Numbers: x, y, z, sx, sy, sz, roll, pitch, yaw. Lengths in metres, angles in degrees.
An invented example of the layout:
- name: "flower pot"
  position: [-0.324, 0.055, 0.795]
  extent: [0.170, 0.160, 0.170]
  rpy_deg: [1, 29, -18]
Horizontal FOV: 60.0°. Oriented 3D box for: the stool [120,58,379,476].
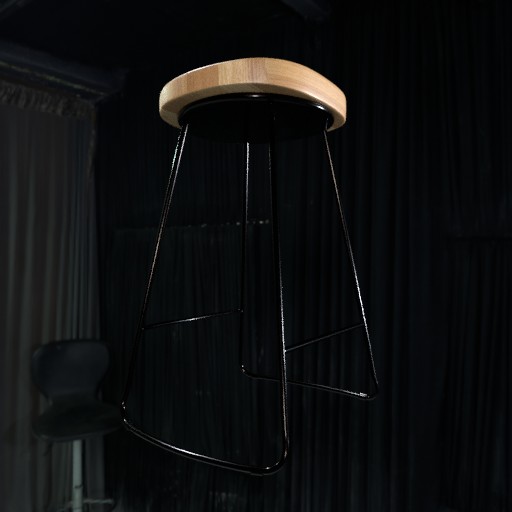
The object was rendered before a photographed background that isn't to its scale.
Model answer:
- name: "stool"
  position: [0.000, 0.000, 0.954]
  extent: [0.401, 0.679, 0.480]
  rpy_deg: [0, 0, 35]
